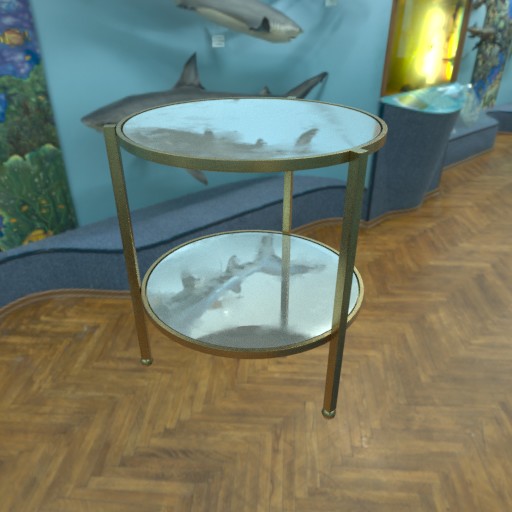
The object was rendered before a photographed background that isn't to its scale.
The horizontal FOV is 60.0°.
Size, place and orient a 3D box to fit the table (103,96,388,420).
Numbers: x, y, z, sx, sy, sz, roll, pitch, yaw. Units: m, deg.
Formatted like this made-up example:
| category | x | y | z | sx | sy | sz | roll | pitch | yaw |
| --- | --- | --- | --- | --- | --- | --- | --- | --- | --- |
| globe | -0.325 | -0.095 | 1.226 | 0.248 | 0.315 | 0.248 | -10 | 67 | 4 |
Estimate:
| category | x | y | z | sx | sy | sz | roll | pitch | yaw |
| --- | --- | --- | --- | --- | --- | --- | --- | --- | --- |
| table | 0.000 | 0.000 | 0.453 | 0.231 | 0.269 | 0.243 | -22 | 36 | -33 |
